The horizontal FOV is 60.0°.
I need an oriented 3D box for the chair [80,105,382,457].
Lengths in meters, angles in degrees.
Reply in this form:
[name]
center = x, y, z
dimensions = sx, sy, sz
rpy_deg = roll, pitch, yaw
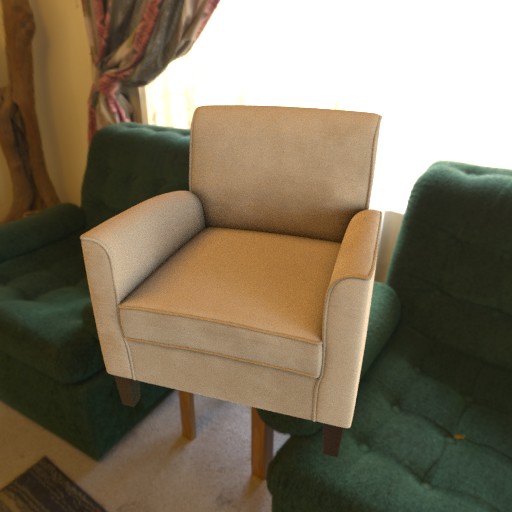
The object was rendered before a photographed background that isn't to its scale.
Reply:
[chair]
center = 0.000, 0.000, 1.568
dimensions = 0.820, 0.915, 0.821
rpy_deg = 8, 27, 15
